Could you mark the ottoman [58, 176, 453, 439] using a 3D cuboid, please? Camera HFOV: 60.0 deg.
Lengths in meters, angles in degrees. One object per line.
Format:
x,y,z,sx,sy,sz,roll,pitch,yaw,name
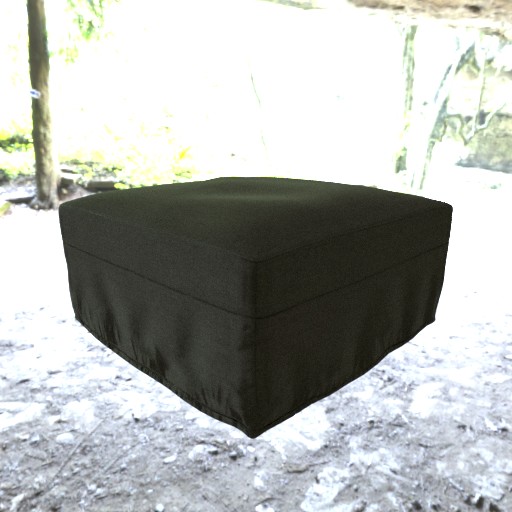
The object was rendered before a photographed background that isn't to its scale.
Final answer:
0.000,0.000,1.326,0.840,0.436,0.843,15,22,43,ottoman
